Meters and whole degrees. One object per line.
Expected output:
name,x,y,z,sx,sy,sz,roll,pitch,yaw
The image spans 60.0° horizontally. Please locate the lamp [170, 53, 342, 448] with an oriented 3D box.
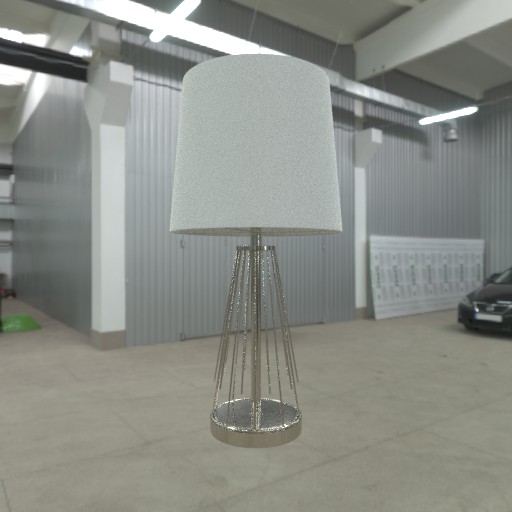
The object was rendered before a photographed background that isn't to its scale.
lamp,0.000,0.000,0.792,0.303,0.618,0.303,0,0,0
